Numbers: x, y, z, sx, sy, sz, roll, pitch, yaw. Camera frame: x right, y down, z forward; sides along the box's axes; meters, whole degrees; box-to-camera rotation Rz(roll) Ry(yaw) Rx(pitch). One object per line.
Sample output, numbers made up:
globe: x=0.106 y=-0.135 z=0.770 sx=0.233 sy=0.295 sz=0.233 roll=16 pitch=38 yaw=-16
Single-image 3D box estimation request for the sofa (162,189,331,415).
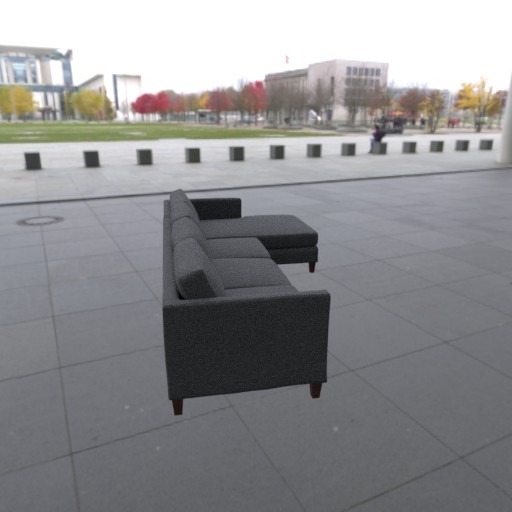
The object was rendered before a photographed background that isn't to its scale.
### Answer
sofa: x=0.000 y=0.000 z=3.993 sx=1.625 sy=0.846 sz=3.186 roll=-3 pitch=18 yaw=-11
